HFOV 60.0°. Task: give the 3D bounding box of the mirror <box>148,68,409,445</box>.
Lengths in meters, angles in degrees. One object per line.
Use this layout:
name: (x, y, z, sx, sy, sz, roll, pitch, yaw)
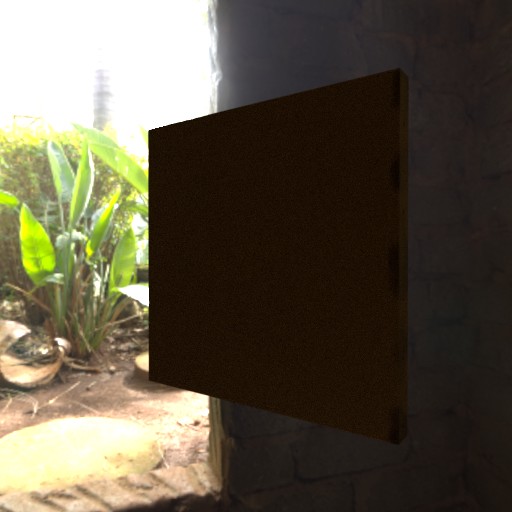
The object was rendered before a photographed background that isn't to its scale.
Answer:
mirror: (0.000, 0.000, 0.762, 0.509, 0.507, 0.042, 0, 1, 36)
